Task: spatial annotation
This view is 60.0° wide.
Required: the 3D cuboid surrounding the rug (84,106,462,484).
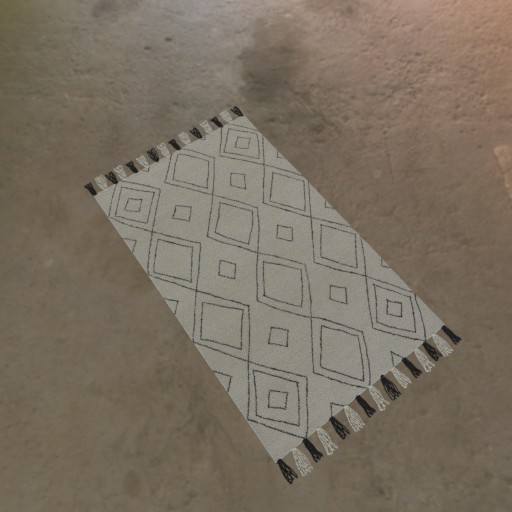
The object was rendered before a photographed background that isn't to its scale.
[{"bbox_3d":[0.000,0.000,3.336,1.524,0.021,2.755,-33,67,-16],"label":"rug"}]
